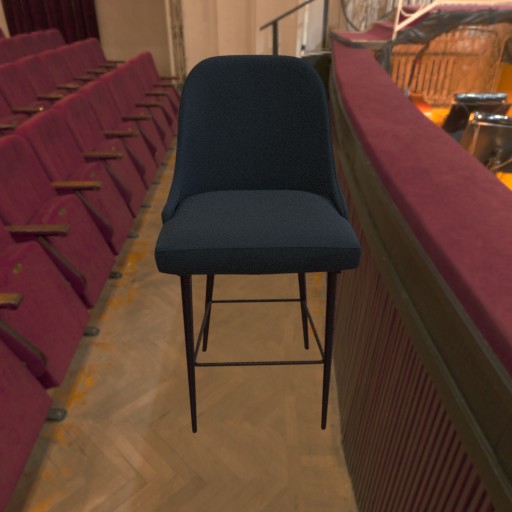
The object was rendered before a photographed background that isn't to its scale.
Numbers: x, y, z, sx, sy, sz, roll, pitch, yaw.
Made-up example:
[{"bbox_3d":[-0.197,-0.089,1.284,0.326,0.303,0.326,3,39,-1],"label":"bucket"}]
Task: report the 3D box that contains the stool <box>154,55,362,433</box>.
[{"bbox_3d":[0.000,0.000,1.360,0.527,1.079,0.489,-1,30,-2],"label":"stool"}]
